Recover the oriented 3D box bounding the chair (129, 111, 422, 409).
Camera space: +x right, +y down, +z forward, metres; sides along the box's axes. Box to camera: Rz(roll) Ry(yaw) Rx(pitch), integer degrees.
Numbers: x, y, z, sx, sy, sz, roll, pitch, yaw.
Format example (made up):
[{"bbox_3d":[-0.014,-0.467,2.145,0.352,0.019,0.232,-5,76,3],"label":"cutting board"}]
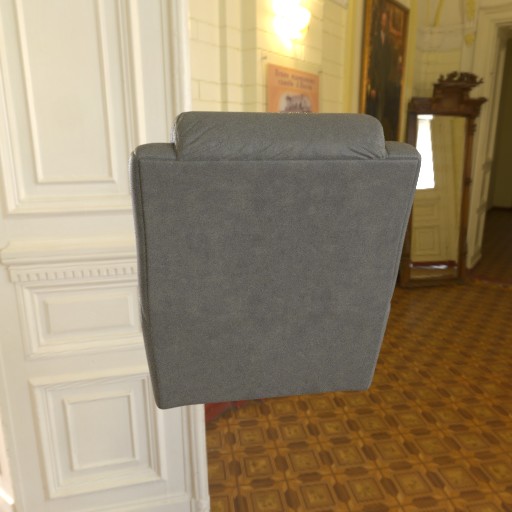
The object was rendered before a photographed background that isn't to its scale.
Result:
[{"bbox_3d":[0.000,0.000,1.890,0.965,1.116,1.068,-2,14,-9],"label":"chair"}]
